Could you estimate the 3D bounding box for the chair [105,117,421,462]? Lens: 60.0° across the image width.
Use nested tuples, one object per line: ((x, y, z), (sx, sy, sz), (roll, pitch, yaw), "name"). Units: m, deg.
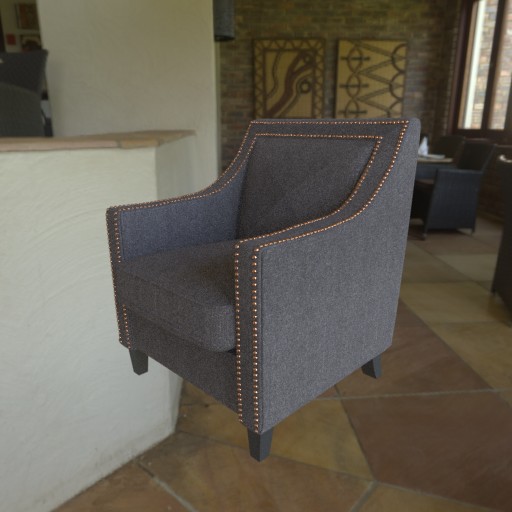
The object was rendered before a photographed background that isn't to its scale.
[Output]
((0.000, 0.000, 1.617), (0.776, 0.967, 0.884), (16, 23, 42), "chair")
